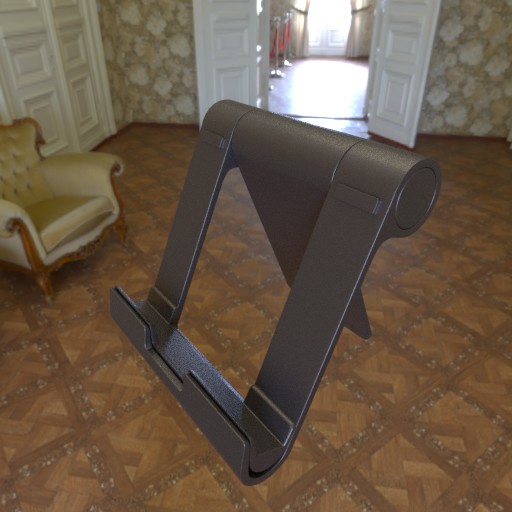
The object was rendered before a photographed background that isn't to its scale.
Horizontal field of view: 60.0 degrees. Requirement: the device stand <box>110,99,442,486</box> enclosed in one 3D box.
[{"bbox_3d":[0.000,0.000,0.149,0.079,0.084,0.088,-22,37,-32],"label":"device stand"}]
